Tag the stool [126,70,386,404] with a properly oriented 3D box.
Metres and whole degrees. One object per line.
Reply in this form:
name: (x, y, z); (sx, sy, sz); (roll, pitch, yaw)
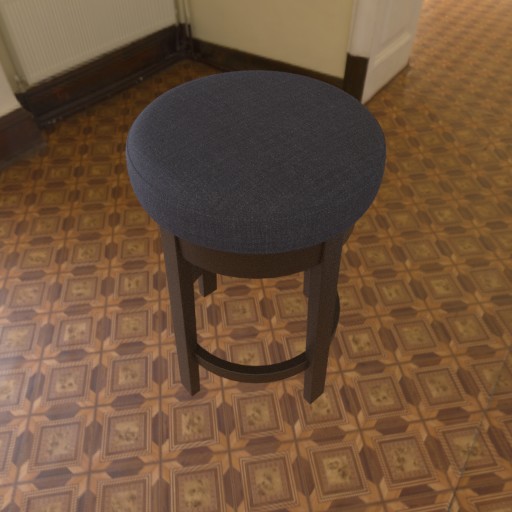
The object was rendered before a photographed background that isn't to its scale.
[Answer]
stool: (0.000, 0.000, 0.947); (0.449, 0.655, 0.449); (0, 47, 0)
